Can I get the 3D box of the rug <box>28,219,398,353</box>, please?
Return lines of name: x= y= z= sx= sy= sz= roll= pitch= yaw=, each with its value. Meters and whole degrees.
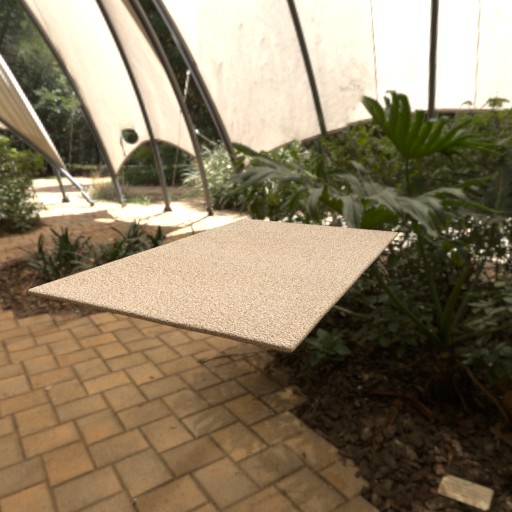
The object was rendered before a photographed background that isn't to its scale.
rug: x=0.000 y=0.000 z=3.087 sx=1.524 sy=0.030 sz=2.438 roll=7 pitch=16 yaw=26
